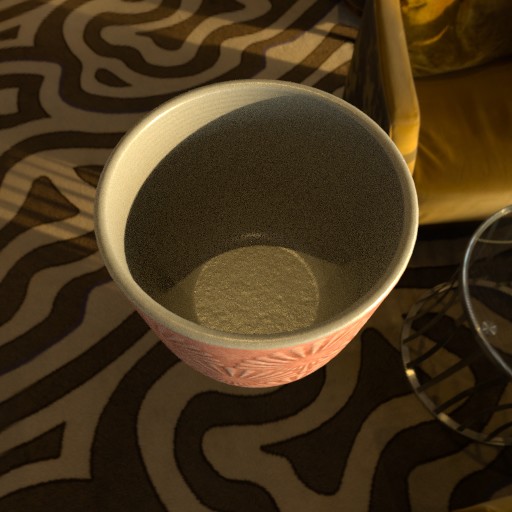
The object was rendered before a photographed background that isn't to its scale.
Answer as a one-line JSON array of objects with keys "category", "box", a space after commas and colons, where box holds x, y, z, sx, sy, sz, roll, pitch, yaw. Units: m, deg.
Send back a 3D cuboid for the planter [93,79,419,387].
[{"category": "planter", "box": [0.000, 0.000, 0.218, 0.124, 0.109, 0.124, 0, 62, 0]}]
